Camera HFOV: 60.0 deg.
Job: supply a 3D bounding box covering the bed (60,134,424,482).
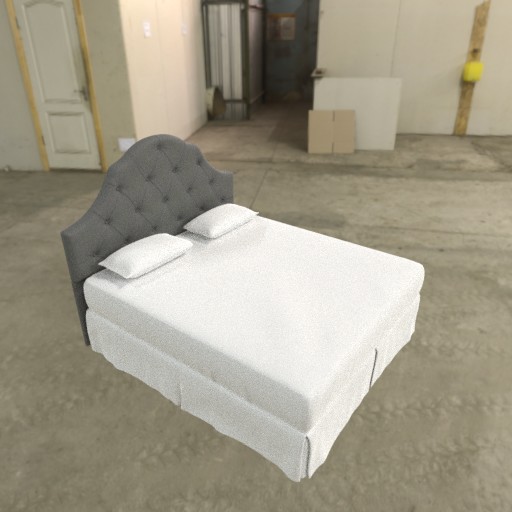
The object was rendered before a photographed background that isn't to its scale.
[{"bbox_3d":[0.000,0.000,3.544,2.214,1.615,2.008,19,33,32],"label":"bed"}]
